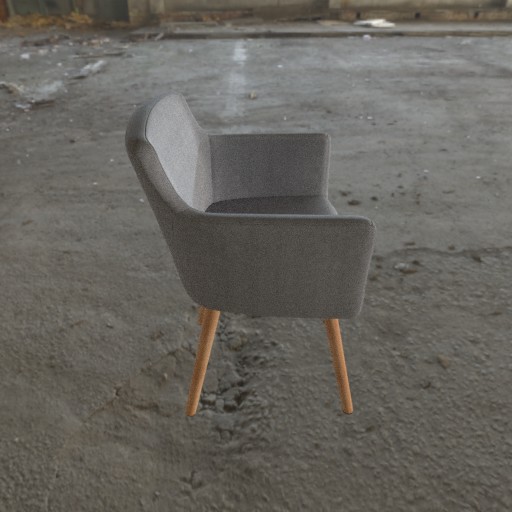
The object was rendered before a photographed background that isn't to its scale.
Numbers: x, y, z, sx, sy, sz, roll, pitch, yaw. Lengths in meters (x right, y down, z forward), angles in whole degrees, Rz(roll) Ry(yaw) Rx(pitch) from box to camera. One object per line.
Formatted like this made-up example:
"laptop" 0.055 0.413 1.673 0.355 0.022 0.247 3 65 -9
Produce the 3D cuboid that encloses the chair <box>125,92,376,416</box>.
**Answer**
"chair" 0.000 0.000 1.183 0.540 0.780 0.570 0 32 -1
